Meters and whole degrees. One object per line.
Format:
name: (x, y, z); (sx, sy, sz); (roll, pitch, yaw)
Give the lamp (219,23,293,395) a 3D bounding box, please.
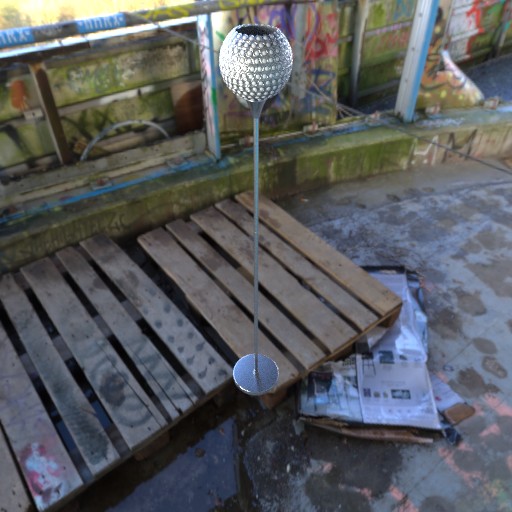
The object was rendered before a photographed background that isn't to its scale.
lamp: (0.000, 0.000, 1.921); (0.254, 1.805, 0.254); (0, 41, 0)
